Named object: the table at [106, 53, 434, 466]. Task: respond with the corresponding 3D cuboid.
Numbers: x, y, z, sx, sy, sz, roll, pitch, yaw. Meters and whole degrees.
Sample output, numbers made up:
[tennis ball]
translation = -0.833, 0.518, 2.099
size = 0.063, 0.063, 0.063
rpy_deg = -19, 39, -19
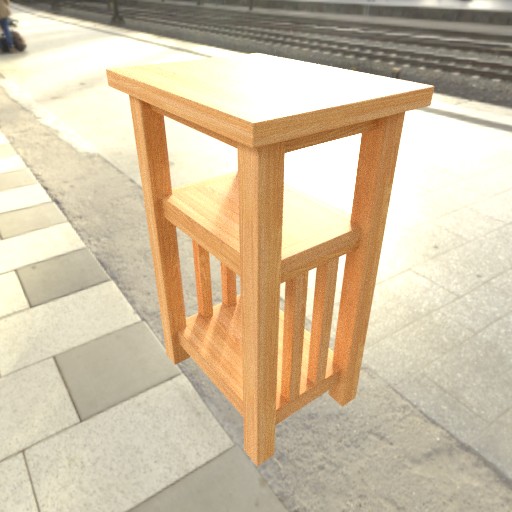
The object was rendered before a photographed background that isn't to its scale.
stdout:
[table]
translation = 0.000, 0.000, 0.723
size = 0.270, 0.550, 0.350
rpy_deg = -22, 38, -31
